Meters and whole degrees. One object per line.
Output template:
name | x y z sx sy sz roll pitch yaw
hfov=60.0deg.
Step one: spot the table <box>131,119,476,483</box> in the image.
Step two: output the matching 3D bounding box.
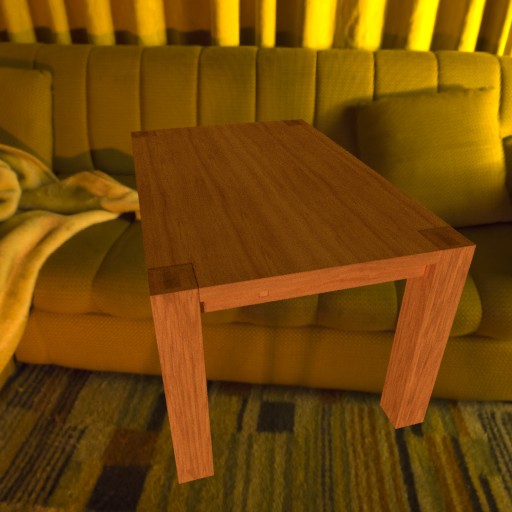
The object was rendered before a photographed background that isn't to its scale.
table | 0.000 0.000 1.913 0.900 0.760 1.400 -8 33 -13
